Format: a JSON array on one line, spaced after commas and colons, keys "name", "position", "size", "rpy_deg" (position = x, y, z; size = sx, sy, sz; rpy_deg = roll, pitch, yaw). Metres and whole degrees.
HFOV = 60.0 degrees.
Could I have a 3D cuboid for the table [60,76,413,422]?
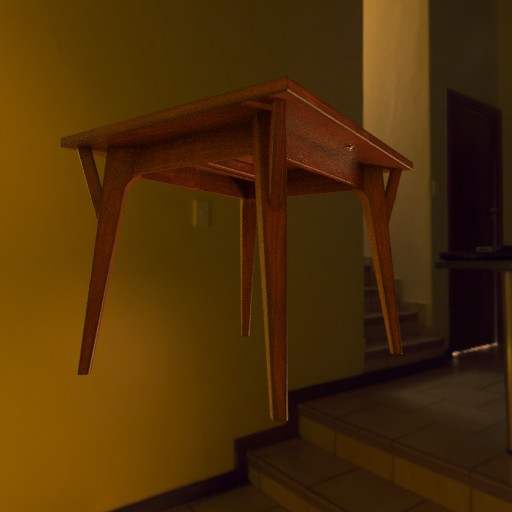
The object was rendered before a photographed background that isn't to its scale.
[{"name": "table", "position": [0.000, 0.000, 1.584], "size": [0.838, 0.761, 0.991], "rpy_deg": [-1, -1, 34]}]
